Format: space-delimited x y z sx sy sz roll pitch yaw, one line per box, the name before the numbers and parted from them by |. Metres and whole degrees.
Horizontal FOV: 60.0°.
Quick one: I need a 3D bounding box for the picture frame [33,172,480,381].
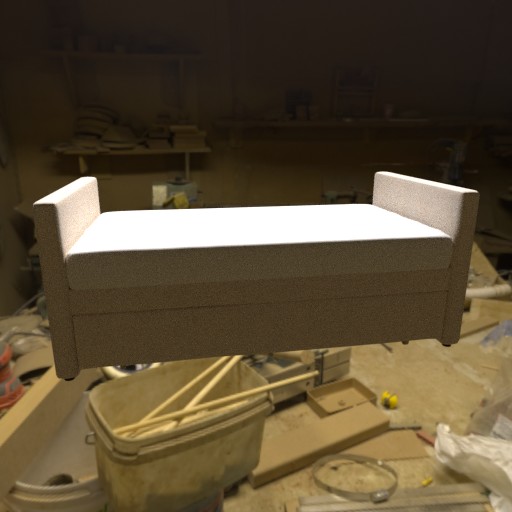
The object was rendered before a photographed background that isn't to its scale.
picture frame | 0.000 0.000 2.716 2.161 0.891 1.069 -3 16 -10
